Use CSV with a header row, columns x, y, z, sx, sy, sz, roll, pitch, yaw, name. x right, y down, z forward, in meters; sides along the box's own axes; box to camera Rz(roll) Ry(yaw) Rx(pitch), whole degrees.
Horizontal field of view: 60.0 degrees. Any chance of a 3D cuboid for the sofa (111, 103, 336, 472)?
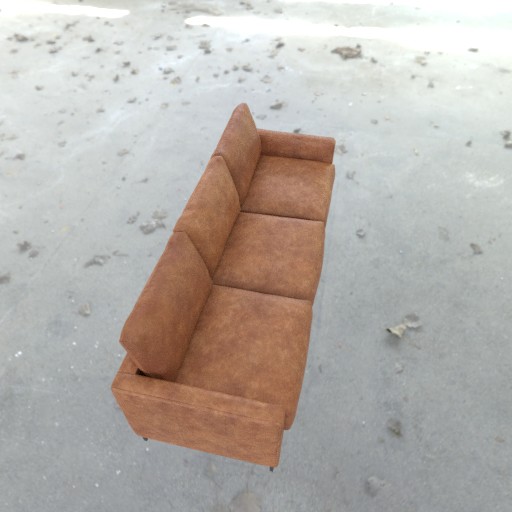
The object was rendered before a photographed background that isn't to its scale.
x,y,z,sx,sy,sz,roll,pitch,yaw,name
0.000,0.000,2.494,0.748,0.863,2.029,9,48,9,sofa
